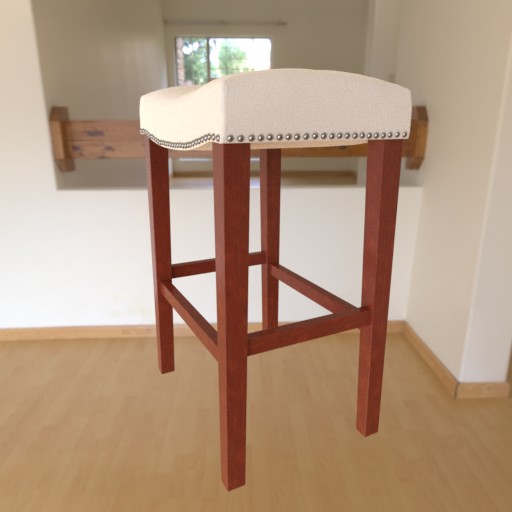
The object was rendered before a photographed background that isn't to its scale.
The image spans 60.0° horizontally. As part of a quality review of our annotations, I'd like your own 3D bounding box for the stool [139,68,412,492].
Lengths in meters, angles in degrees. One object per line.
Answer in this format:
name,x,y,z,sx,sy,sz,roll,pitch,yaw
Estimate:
stool,0.000,0.000,0.999,0.372,0.742,0.504,-9,19,-26
